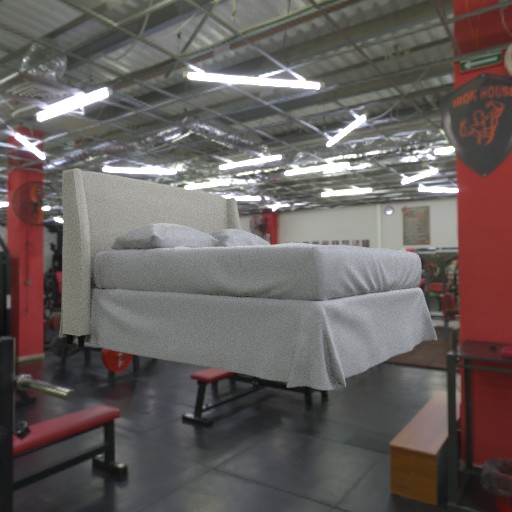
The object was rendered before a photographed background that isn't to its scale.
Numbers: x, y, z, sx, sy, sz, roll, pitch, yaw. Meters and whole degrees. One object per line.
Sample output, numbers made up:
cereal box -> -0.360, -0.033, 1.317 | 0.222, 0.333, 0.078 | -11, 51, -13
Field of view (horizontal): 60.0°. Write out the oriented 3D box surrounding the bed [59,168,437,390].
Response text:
bed -> 0.000, 0.000, 3.412 | 2.276, 1.332, 1.925 | -1, -1, 37
